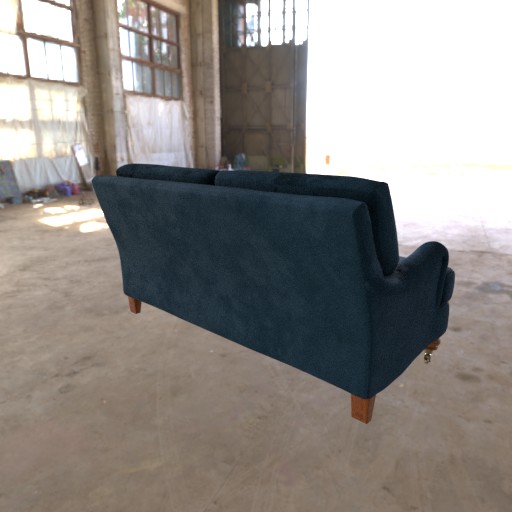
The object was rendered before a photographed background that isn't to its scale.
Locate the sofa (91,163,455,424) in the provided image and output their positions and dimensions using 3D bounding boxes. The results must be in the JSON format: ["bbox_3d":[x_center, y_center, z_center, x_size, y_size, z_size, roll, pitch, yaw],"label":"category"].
[{"bbox_3d":[0.000,0.000,2.782,2.141,1.101,1.084,13,20,42],"label":"sofa"}]
